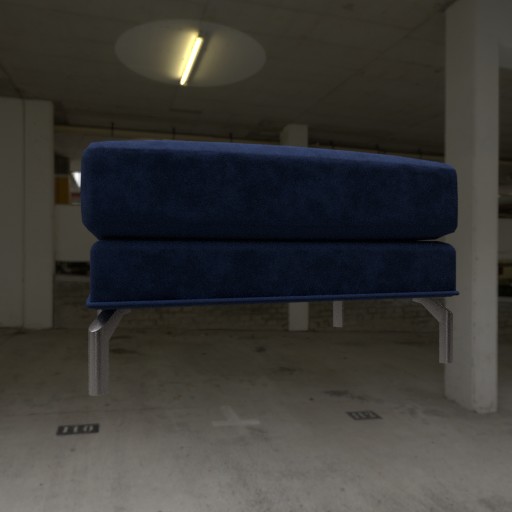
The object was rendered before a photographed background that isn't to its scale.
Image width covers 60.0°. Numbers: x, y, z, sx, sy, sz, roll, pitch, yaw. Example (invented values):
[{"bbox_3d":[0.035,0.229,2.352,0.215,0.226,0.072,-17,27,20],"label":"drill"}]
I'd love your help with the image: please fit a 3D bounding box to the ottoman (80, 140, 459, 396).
[{"bbox_3d":[0.000,0.000,1.179,0.835,0.498,0.587,0,0,-18],"label":"ottoman"}]
